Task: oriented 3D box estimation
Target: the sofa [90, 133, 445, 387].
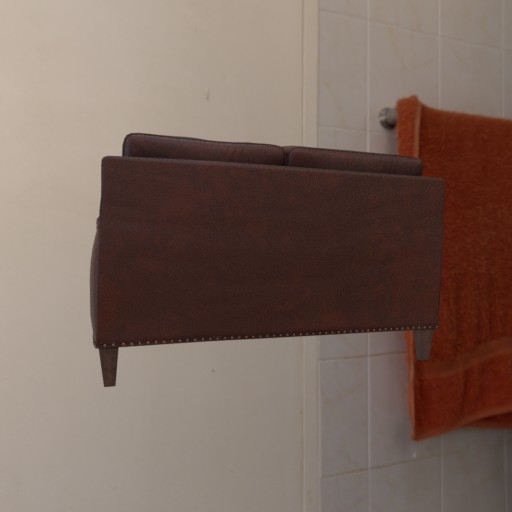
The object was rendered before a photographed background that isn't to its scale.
[{"bbox_3d":[0.000,0.000,2.317,1.628,1.003,1.083,0,0,-18],"label":"sofa"}]
